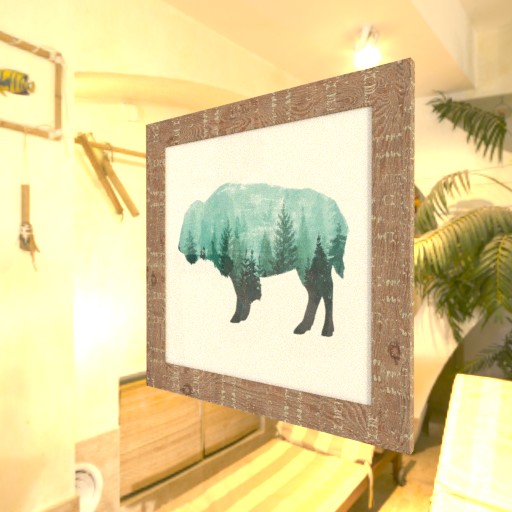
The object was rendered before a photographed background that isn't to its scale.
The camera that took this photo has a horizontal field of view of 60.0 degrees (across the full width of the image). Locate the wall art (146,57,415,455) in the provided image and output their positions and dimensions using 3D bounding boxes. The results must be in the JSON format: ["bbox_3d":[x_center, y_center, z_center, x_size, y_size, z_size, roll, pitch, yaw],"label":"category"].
[{"bbox_3d":[0.000,0.000,0.544,0.380,0.380,0.022,0,1,36],"label":"wall art"}]
